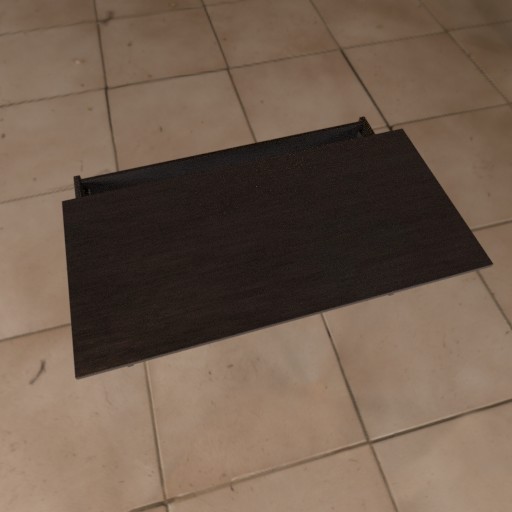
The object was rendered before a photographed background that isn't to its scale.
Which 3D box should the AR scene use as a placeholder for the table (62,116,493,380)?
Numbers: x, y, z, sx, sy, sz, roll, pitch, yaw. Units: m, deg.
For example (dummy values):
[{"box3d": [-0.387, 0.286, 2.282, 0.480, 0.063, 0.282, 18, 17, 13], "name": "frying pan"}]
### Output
[{"box3d": [0.000, 0.000, 1.428, 1.000, 0.570, 0.712, -14, 59, -9], "name": "table"}]
